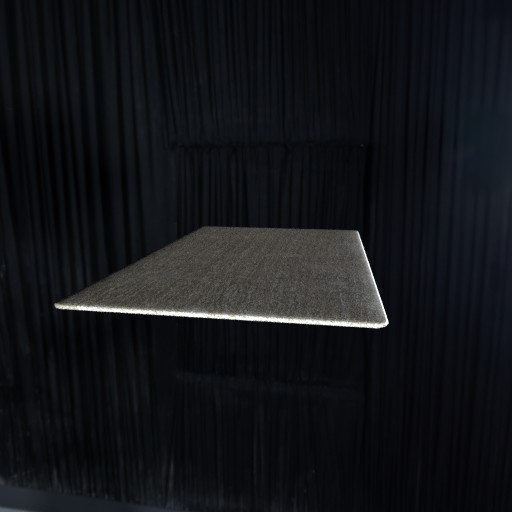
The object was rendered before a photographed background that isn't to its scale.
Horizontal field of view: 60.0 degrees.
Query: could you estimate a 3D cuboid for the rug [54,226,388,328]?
[{"bbox_3d":[0.000,0.000,3.143,1.539,0.024,2.469,2,13,9],"label":"rug"}]
